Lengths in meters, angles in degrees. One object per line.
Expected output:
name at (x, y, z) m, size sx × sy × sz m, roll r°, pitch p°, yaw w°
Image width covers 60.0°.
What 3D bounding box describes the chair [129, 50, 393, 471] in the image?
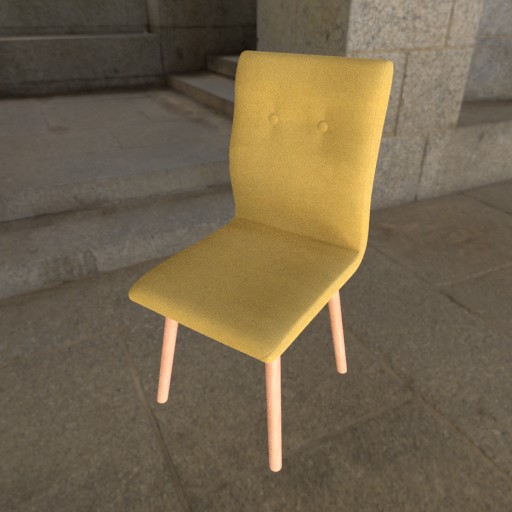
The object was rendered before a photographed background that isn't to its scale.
chair at (0.000, 0.000, 1.212) m, size 0.450 × 0.965 × 0.550 m, roll 18°, pitch 35°, yaw 29°
